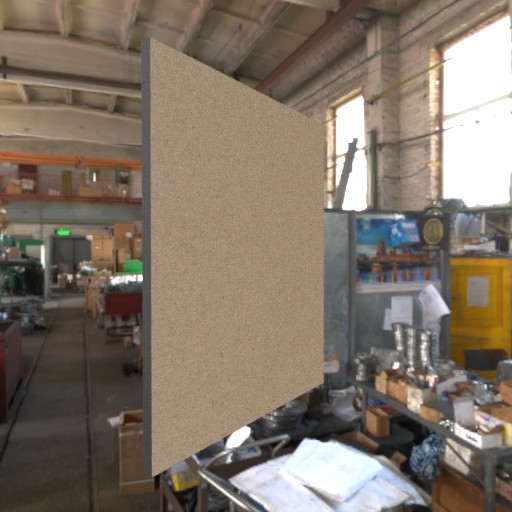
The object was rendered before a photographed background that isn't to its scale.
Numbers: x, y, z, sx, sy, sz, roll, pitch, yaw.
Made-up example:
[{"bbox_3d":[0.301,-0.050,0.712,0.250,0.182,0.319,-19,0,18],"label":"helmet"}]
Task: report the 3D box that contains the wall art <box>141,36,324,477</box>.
[{"bbox_3d":[0.000,0.000,1.185,0.028,0.863,0.755,1,1,35],"label":"wall art"}]
